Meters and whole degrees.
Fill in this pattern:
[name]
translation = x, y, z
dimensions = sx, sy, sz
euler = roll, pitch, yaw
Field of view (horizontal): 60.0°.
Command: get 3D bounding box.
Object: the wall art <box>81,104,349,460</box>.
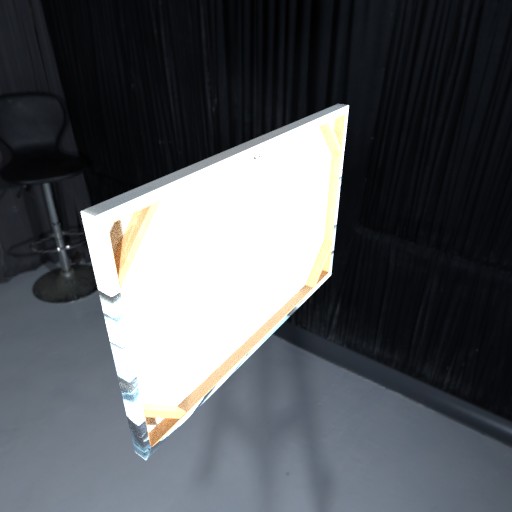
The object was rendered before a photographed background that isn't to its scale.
[wall art]
translation = 0.000, 0.000, 1.166
dimensions = 0.039, 0.609, 0.914
euler = 20, 37, 29
